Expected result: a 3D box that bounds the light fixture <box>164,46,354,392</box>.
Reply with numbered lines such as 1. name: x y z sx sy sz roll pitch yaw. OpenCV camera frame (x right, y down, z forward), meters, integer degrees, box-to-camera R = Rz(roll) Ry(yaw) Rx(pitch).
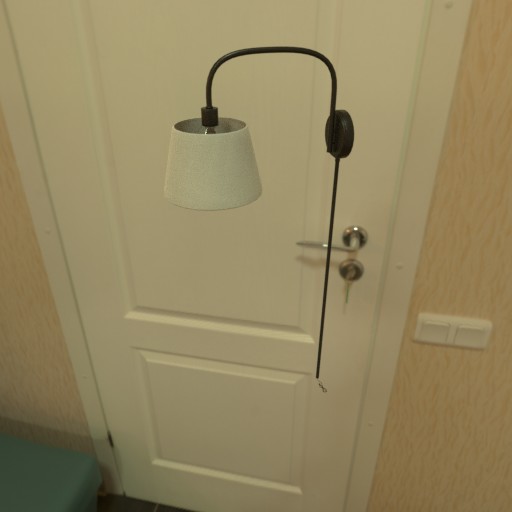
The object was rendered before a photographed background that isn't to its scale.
1. light fixture: 0.000 0.000 0.467 0.176 0.399 0.092 -9 31 -15
